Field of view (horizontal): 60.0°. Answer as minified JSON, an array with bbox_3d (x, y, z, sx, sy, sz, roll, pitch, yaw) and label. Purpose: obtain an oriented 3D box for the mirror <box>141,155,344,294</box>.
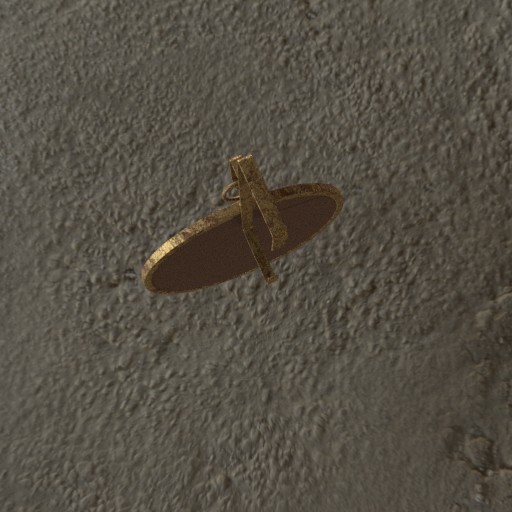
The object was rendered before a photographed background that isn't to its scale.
[{"bbox_3d":[0.000,0.000,0.830,0.447,0.651,0.144,-23,76,-6],"label":"mirror"}]
